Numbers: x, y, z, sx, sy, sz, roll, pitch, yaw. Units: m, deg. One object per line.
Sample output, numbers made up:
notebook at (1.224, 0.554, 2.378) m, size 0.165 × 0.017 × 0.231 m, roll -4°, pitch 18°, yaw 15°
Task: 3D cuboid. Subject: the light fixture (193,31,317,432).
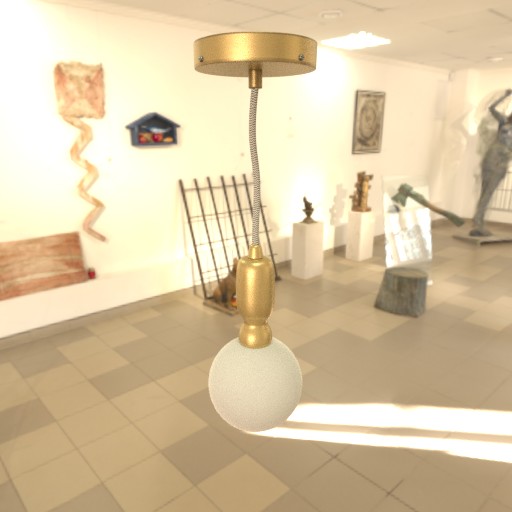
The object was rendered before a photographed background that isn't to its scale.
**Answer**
light fixture at (0.000, 0.000, 0.583) m, size 0.147 × 0.510 × 0.146 m, roll -14°, pitch 21°, yaw -41°
